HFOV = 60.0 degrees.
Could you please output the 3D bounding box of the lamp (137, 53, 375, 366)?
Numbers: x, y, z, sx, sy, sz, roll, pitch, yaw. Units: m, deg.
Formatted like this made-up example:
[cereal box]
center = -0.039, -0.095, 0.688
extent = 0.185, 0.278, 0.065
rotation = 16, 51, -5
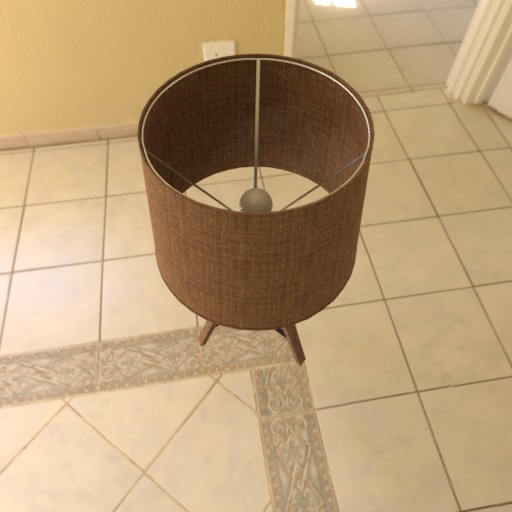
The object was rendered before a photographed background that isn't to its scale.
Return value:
[lamp]
center = 0.000, 0.000, 0.682
extent = 0.290, 0.514, 0.290
rotation = 0, 57, 0
